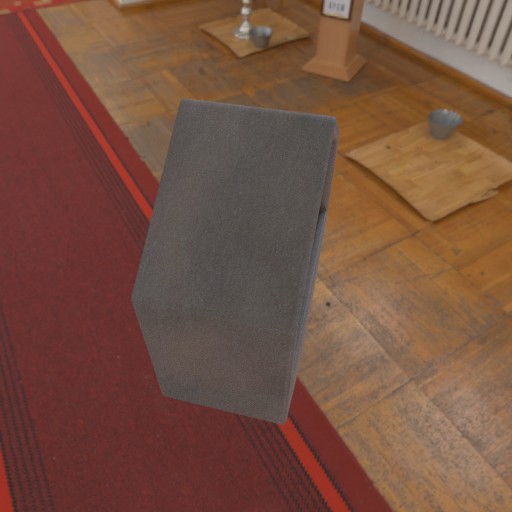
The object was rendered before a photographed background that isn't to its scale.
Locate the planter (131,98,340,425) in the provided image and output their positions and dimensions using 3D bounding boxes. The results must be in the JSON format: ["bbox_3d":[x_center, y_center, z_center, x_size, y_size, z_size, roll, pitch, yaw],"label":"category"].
[{"bbox_3d":[0.000,0.000,0.287,0.077,0.206,0.169,10,47,9],"label":"planter"}]
